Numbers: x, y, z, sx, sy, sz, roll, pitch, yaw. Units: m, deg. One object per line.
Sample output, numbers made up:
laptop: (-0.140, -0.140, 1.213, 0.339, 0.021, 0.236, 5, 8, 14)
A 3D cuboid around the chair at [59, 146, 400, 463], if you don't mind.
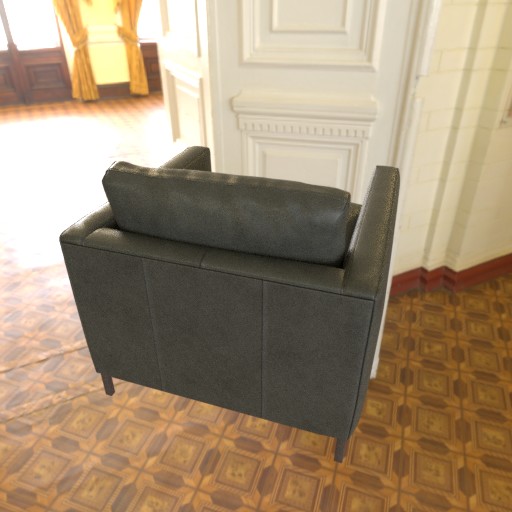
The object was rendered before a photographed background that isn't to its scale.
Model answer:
chair: (0.000, 0.000, 1.502, 0.967, 0.824, 0.861, 10, 33, 16)
